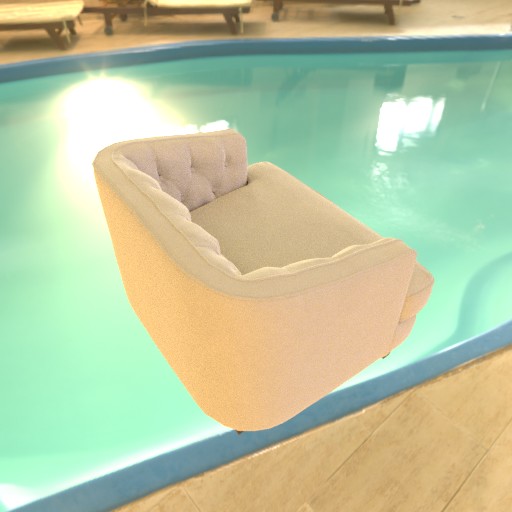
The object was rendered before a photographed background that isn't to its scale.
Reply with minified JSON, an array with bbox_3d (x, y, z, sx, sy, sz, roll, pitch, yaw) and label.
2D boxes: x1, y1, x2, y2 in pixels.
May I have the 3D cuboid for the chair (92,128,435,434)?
[{"bbox_3d":[0.000,0.000,1.798,0.941,0.852,1.104,-25,48,-26],"label":"chair"}]
